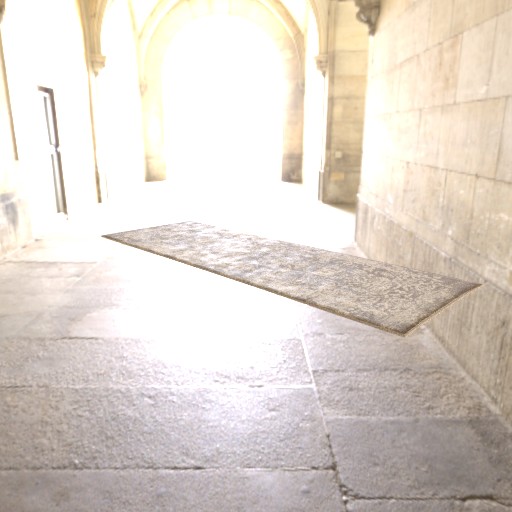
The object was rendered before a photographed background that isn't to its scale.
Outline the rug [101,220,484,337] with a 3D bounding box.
[{"bbox_3d":[0.000,0.000,2.811,2.452,0.017,0.855,15,21,42],"label":"rug"}]
